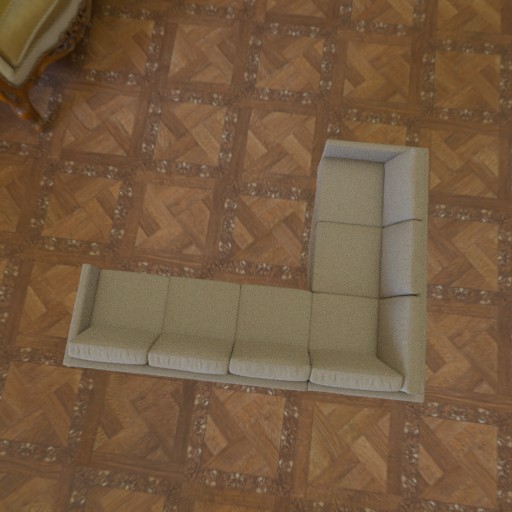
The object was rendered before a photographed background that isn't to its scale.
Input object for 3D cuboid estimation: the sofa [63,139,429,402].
[{"bbox_3d":[0.000,0.000,4.366,3.182,0.871,2.432,6,77,1],"label":"sofa"}]
